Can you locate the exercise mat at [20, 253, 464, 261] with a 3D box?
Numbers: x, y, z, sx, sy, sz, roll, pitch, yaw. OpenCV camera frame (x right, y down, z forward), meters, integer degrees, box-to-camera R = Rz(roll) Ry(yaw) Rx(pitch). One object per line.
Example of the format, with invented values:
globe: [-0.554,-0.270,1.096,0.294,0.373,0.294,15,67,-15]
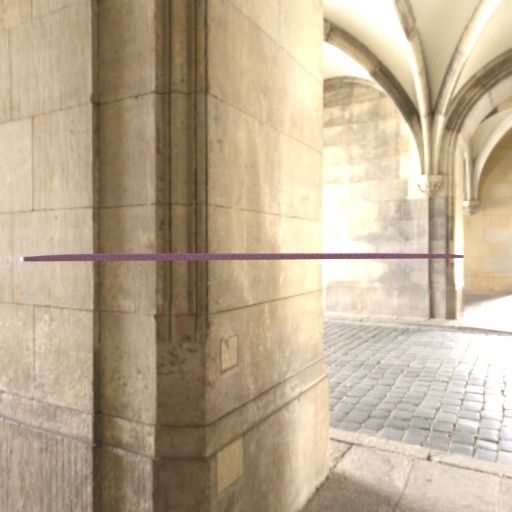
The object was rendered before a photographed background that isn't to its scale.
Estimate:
exercise mat: [0.000,0.000,2.054,1.869,0.021,0.616,0,1,-18]
